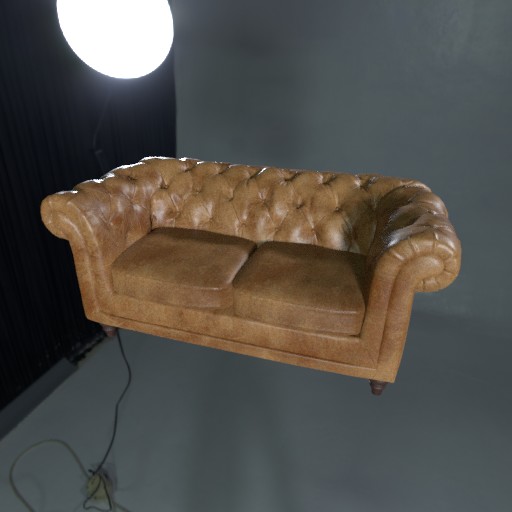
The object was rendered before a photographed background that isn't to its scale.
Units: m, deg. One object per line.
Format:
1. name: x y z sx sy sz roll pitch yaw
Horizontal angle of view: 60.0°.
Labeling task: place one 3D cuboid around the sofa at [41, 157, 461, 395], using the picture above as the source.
1. sofa: 0.000 0.000 2.508 1.979 0.877 1.042 8 28 16
